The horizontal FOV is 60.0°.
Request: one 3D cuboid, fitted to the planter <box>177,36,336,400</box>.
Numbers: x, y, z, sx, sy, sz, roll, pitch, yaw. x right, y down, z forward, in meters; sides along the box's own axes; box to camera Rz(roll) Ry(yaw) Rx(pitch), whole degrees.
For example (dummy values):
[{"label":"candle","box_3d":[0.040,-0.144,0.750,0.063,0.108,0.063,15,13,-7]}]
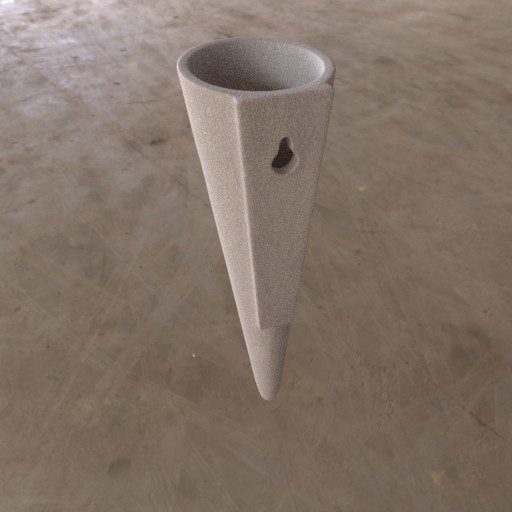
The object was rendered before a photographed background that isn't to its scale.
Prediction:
[{"label":"planter","box_3d":[0.000,0.000,0.307,0.078,0.259,0.087,-13,44,-14]}]
